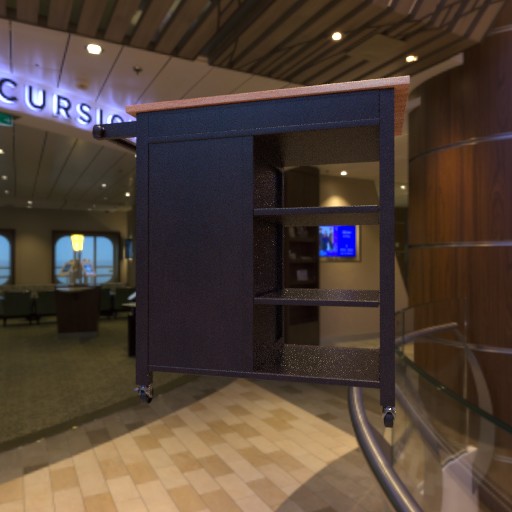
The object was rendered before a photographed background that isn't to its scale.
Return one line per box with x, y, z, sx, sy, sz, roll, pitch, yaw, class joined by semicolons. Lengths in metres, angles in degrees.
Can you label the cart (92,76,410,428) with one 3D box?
0.000;0.000;1.430;0.914;0.878;0.472;0;-1;16;cart
